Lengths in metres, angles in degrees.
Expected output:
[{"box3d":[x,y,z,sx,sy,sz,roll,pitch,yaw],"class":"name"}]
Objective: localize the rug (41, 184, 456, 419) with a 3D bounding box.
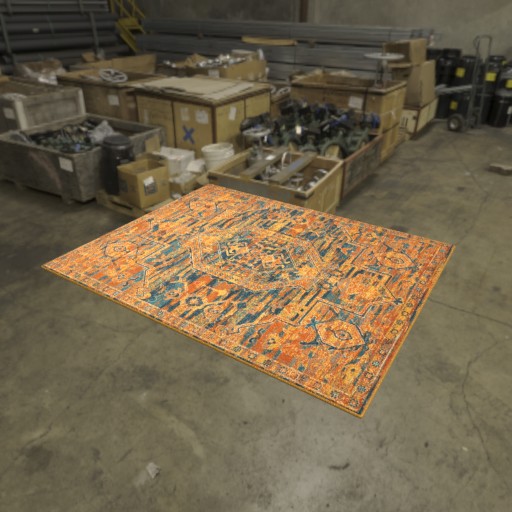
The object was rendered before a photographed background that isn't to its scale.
[{"box3d":[0.000,0.000,4.137,3.040,0.031,2.435,18,35,28],"class":"rug"}]
